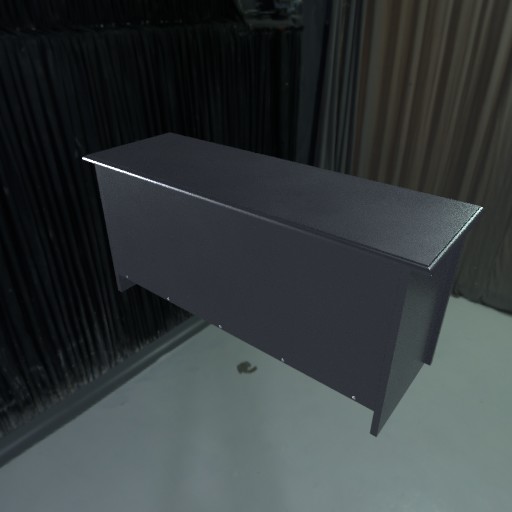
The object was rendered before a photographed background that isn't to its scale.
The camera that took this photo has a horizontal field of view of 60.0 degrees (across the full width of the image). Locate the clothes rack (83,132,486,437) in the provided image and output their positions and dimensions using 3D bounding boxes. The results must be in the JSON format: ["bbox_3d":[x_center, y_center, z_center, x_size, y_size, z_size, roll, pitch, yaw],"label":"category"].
[{"bbox_3d":[0.000,0.000,1.487,1.219,0.556,0.406,22,36,32],"label":"clothes rack"}]
